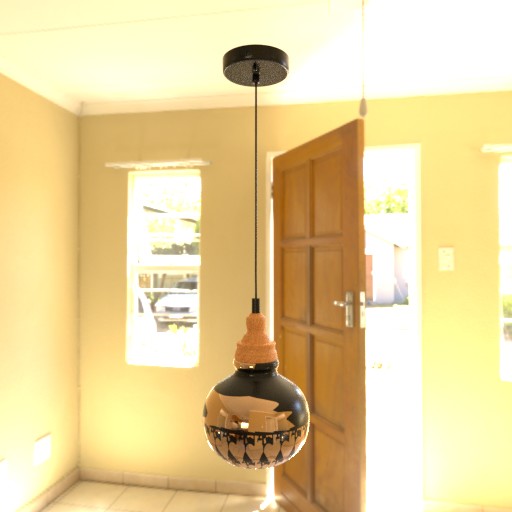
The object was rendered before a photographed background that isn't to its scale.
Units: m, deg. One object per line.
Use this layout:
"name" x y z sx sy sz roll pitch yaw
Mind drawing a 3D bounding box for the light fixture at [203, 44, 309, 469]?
"light fixture" 0.000 0.000 1.810 0.430 1.606 0.430 0 -1 1
